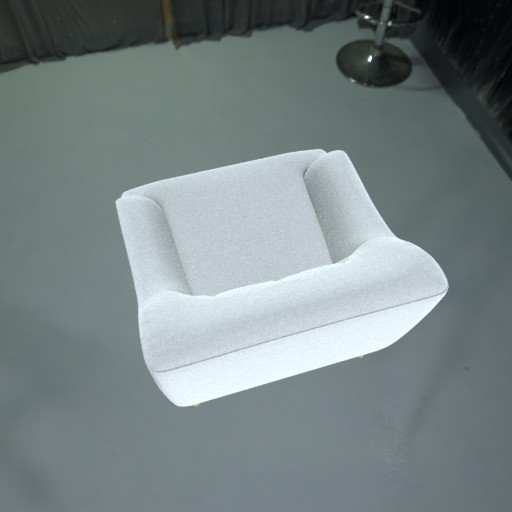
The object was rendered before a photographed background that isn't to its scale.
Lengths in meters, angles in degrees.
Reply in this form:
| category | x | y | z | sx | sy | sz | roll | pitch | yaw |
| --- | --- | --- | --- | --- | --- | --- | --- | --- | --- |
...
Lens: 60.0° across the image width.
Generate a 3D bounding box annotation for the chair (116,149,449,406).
| category | x | y | z | sx | sy | sz | roll | pitch | yaw |
| --- | --- | --- | --- | --- | --- | --- | --- | --- | --- |
| chair | 0.000 | 0.000 | 1.662 | 0.946 | 0.818 | 0.951 | -14 | 60 | -8 |
